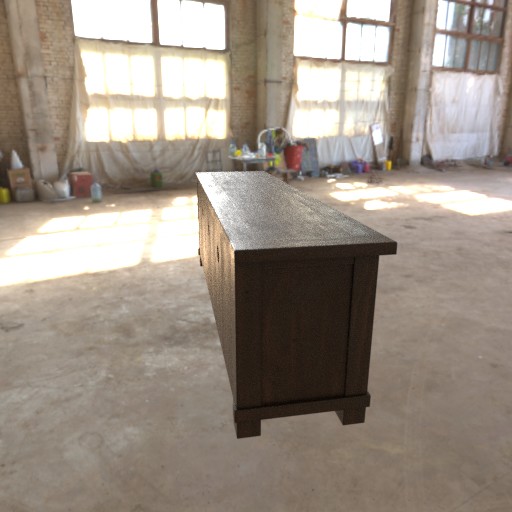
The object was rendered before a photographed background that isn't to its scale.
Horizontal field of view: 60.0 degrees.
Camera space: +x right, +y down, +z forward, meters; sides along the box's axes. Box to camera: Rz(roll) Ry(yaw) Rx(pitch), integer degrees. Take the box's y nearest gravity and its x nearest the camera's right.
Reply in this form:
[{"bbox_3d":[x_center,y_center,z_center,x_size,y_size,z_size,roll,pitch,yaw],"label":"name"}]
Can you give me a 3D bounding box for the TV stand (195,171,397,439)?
[{"bbox_3d":[0.000,0.000,2.162,0.471,0.615,1.866,-3,17,-10],"label":"TV stand"}]
